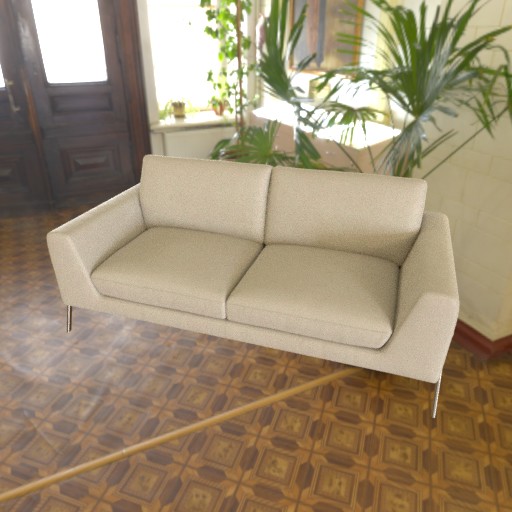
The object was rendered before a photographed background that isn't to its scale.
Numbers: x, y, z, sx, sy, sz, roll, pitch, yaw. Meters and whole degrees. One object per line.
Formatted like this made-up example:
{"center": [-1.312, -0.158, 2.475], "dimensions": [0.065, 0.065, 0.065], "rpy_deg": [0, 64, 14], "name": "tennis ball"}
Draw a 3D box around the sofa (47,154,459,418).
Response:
{"center": [0.000, 0.000, 2.478], "dimensions": [2.017, 0.875, 0.953], "rpy_deg": [9, 28, 16], "name": "sofa"}
